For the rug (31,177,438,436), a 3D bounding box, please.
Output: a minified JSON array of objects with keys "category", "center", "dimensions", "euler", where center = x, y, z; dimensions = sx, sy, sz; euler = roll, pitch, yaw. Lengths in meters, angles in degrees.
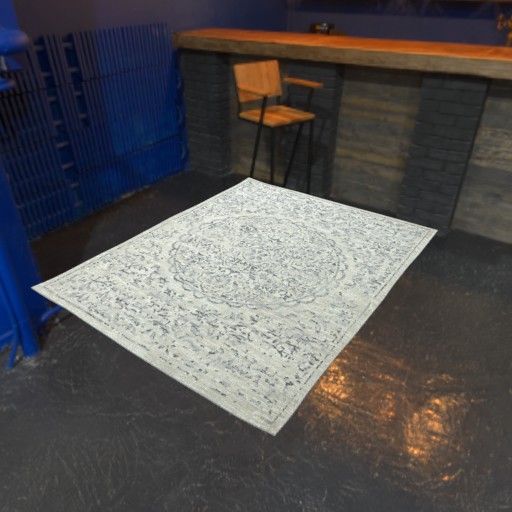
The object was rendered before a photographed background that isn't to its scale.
[{"category":"rug","center":[0.000,0.000,3.971],"dimensions":[2.343,0.026,2.925],"euler":[21,37,30]}]
